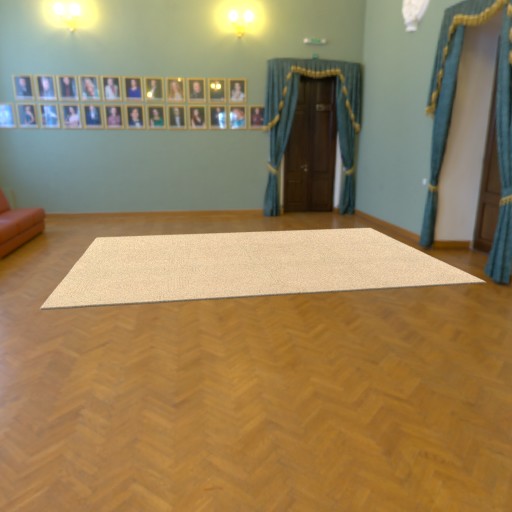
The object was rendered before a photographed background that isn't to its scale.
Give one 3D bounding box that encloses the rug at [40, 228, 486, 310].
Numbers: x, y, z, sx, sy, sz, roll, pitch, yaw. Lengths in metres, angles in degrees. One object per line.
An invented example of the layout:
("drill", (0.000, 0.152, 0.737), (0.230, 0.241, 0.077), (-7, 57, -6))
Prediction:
("rug", (0.000, 0.000, 2.374), (1.839, 0.009, 1.236), (-3, 15, -9))
